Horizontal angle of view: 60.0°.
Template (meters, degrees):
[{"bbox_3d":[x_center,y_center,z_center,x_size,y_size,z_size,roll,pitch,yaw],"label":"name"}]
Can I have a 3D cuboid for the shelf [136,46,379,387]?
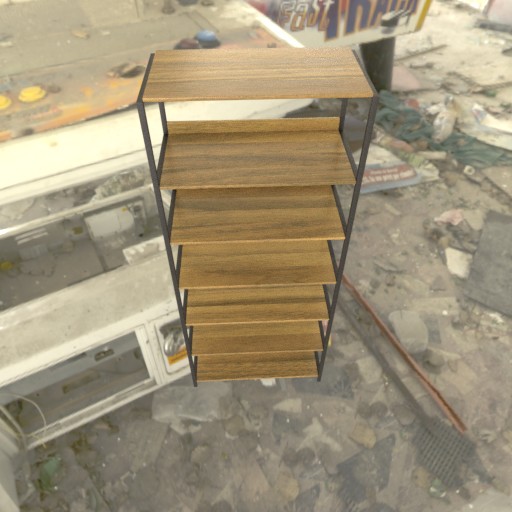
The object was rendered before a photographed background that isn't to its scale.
[{"bbox_3d":[0.000,0.000,2.399,0.847,2.015,0.431,-2,46,-2],"label":"shelf"}]
